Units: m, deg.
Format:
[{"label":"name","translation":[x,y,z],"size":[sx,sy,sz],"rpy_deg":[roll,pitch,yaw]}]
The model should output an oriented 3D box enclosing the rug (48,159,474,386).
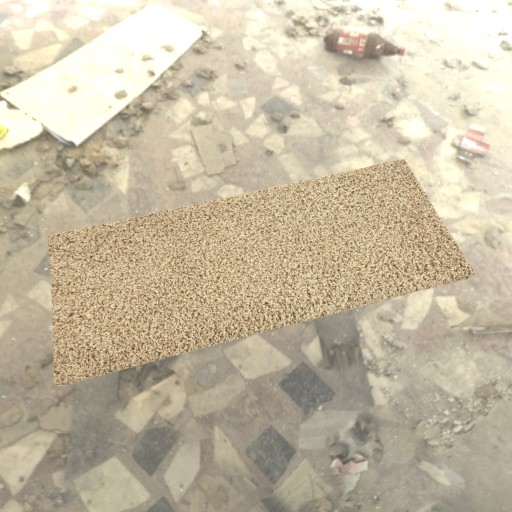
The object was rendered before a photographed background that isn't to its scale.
[{"label":"rug","translation":[0.000,0.000,1.694],"size":[1.524,0.030,0.609],"rpy_deg":[-13,59,-8]}]
